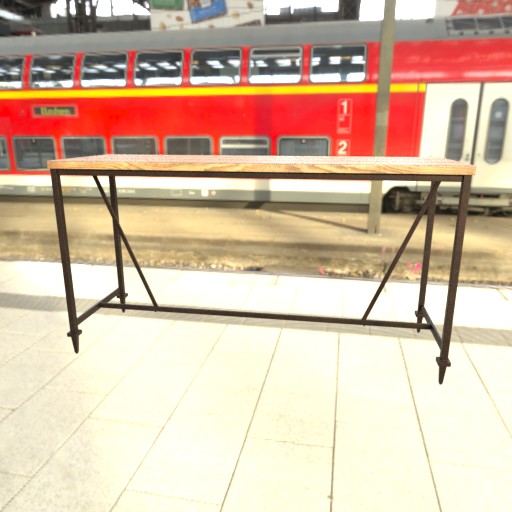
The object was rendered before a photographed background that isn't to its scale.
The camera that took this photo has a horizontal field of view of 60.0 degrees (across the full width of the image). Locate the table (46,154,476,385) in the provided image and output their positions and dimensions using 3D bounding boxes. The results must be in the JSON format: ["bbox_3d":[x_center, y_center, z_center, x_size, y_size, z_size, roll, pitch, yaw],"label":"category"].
[{"bbox_3d":[0.000,0.000,2.105,1.700,0.902,0.551,3,16,9],"label":"table"}]
